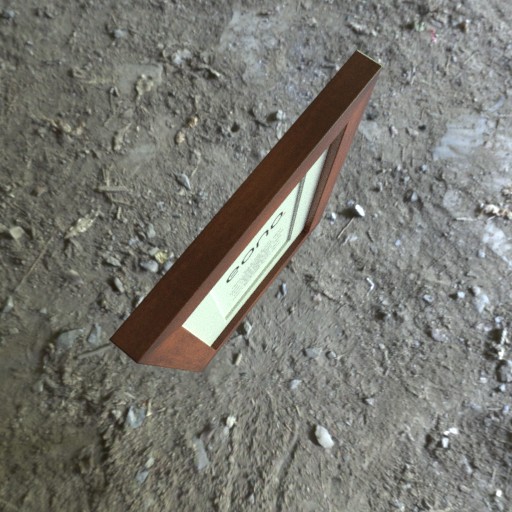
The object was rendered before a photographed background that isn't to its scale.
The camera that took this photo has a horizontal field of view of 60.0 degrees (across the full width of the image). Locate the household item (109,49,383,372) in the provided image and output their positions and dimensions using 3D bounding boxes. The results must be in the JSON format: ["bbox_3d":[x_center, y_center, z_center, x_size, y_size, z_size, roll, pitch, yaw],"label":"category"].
[{"bbox_3d":[0.000,0.000,0.342,0.020,0.250,0.200,37,78,10],"label":"household item"}]
